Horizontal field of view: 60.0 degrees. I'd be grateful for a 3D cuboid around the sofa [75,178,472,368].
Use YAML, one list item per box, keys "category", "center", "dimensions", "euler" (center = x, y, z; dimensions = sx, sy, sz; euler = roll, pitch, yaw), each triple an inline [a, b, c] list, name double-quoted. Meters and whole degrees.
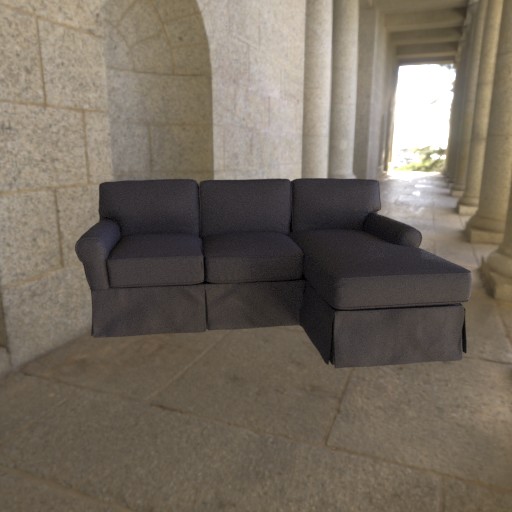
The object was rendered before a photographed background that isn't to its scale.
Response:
- category: "sofa"
  center: [0.000, 0.000, 3.258]
  dimensions: [2.518, 1.039, 1.637]
  euler: [-2, 14, -8]
